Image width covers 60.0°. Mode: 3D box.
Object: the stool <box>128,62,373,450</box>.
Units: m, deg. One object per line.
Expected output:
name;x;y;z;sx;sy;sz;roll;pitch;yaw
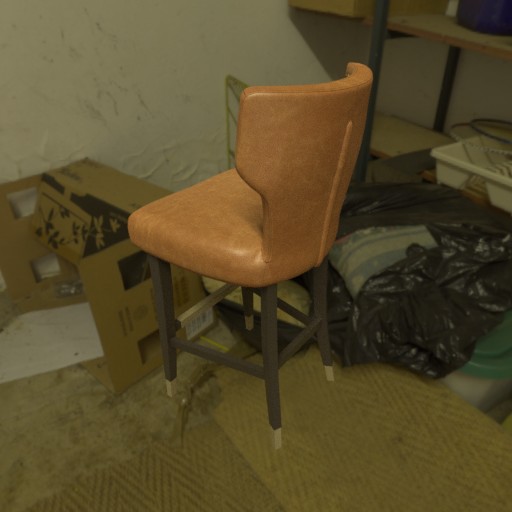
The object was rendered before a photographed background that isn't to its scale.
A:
stool;0.000;0.000;1.380;0.563;1.092;0.526;21;36;31
